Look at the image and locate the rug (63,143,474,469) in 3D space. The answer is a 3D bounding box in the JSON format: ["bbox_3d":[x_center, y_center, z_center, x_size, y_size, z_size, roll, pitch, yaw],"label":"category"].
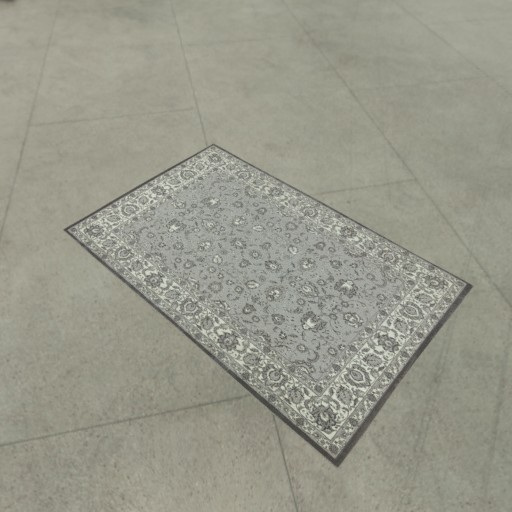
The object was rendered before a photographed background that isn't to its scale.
[{"bbox_3d":[0.000,0.000,3.039,2.438,0.011,1.524,34,56,27],"label":"rug"}]
